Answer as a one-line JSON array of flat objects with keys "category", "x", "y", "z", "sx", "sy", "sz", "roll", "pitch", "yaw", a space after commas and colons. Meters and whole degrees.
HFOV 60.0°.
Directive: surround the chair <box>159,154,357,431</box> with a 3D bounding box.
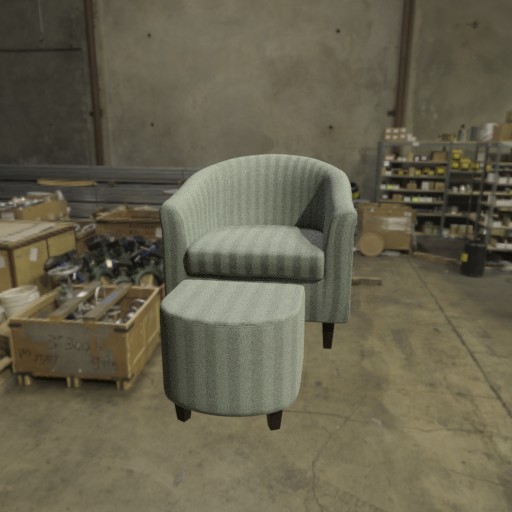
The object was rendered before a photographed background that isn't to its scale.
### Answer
[{"category": "chair", "x": 0.000, "y": 0.000, "z": 1.744, "sx": 0.756, "sy": 0.757, "sz": 1.288, "roll": 2, "pitch": 14, "yaw": 9}]
